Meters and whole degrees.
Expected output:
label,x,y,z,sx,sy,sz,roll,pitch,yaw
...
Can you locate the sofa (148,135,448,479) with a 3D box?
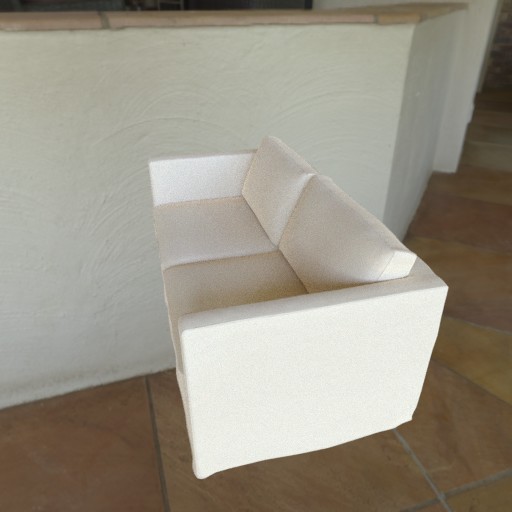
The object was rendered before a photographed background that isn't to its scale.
label,x,y,z,sx,sy,sz,roll,pitch,yaw
sofa,0.000,0.000,2.290,0.962,0.834,1.746,-8,31,-13
